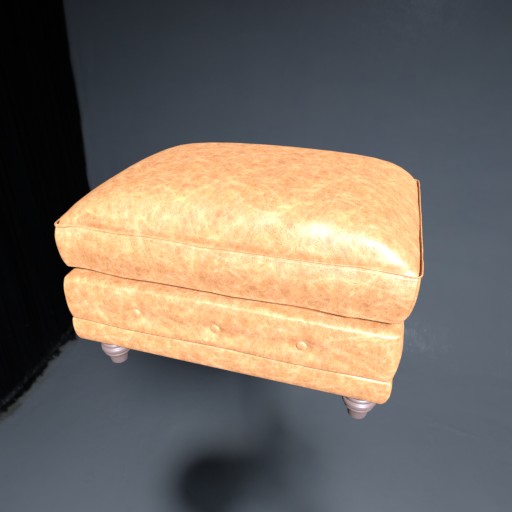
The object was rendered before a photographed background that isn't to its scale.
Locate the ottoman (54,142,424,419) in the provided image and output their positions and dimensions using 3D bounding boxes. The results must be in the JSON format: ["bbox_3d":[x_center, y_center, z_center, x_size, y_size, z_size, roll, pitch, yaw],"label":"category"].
[{"bbox_3d":[0.000,0.000,1.073,0.710,0.480,0.533,8,30,15],"label":"ottoman"}]
